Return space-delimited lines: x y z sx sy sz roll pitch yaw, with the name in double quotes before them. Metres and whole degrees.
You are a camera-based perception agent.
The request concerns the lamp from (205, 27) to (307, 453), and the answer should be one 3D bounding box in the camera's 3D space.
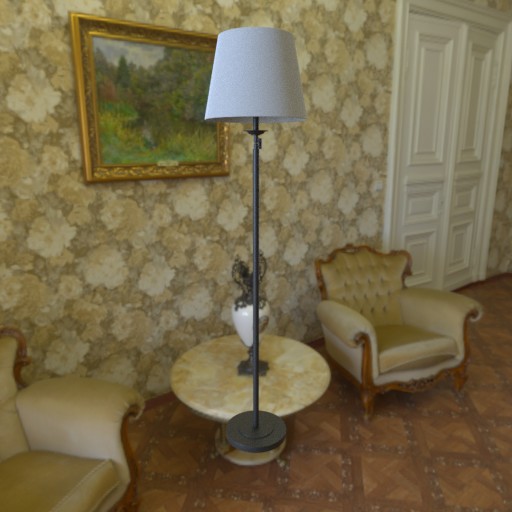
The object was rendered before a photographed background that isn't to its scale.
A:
"lamp" 0.000 0.000 1.621 0.348 1.473 0.348 2 14 8
